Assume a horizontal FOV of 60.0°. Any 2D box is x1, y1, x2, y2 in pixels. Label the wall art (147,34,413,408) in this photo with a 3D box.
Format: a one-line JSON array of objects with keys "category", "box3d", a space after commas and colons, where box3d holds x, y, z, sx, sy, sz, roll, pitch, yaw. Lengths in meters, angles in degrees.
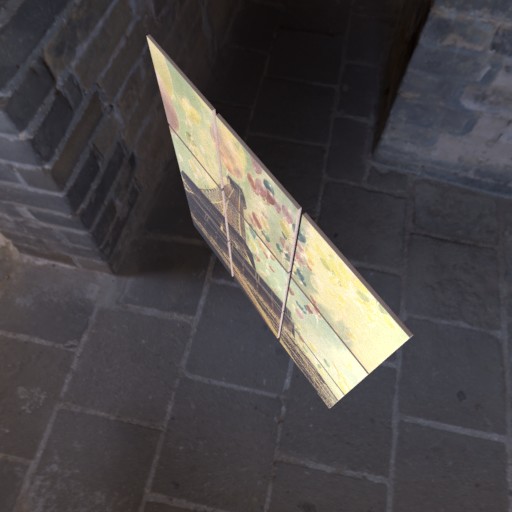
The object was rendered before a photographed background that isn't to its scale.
[{"category": "wall art", "box3d": [0.000, 0.000, 1.764, 0.013, 1.218, 1.219, -32, 68, -15]}]
